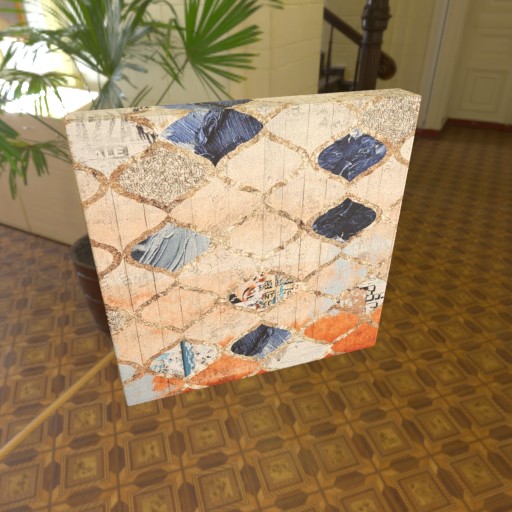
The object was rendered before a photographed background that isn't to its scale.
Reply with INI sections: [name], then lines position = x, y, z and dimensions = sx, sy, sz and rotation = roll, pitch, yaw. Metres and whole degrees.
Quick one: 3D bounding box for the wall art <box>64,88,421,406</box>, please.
[wall art]
position = 0.000, 0.000, 0.453
dimensions = 0.303, 0.304, 0.036
rotation = -10, 33, -15
